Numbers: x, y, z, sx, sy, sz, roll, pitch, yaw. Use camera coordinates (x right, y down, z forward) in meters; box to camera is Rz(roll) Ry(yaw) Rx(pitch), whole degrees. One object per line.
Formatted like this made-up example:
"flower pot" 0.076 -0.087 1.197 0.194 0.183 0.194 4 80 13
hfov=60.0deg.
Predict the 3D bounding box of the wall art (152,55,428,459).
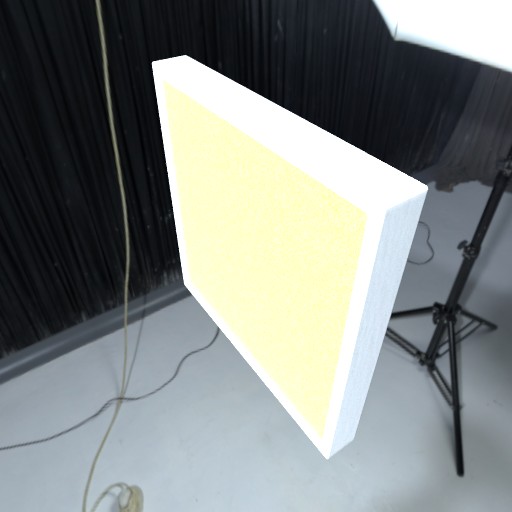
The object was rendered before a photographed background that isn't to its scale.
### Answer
"wall art" 0.000 0.000 0.447 0.038 0.305 0.305 -24 46 -26
